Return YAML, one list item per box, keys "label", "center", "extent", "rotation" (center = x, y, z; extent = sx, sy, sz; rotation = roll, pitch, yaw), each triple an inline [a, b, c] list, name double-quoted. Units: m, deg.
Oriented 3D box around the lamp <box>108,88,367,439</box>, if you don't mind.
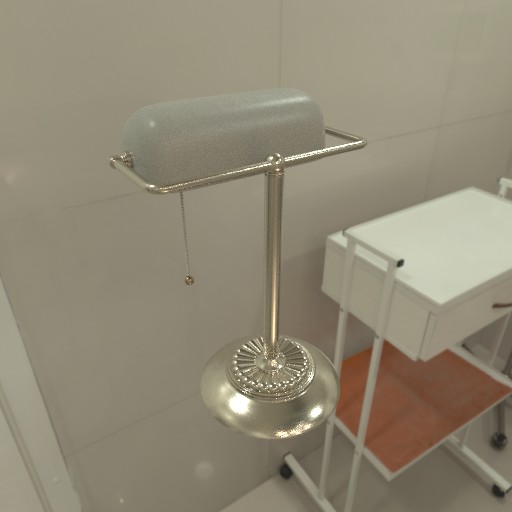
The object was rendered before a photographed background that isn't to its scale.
- label: "lamp"
  center: [0.000, 0.000, 0.509]
  extent: [0.264, 0.339, 0.243]
  rotation: [-19, 35, -29]
